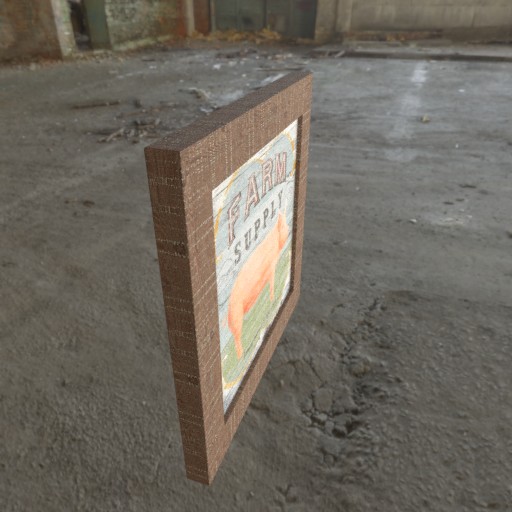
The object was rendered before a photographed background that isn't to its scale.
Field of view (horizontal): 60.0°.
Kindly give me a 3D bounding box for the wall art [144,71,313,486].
[{"bbox_3d":[0.000,0.000,0.776,0.040,0.531,0.531,10,32,17],"label":"wall art"}]
